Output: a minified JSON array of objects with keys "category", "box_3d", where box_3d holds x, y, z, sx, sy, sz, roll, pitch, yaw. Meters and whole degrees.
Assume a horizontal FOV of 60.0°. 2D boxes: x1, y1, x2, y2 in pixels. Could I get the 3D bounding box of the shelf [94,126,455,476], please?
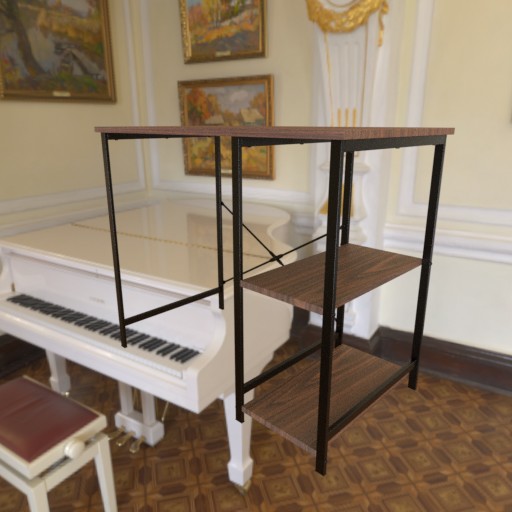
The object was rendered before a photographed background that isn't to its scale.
[{"category":"shelf","box_3d":[0.000,0.000,1.343,0.902,0.750,0.498,16,23,42]}]
